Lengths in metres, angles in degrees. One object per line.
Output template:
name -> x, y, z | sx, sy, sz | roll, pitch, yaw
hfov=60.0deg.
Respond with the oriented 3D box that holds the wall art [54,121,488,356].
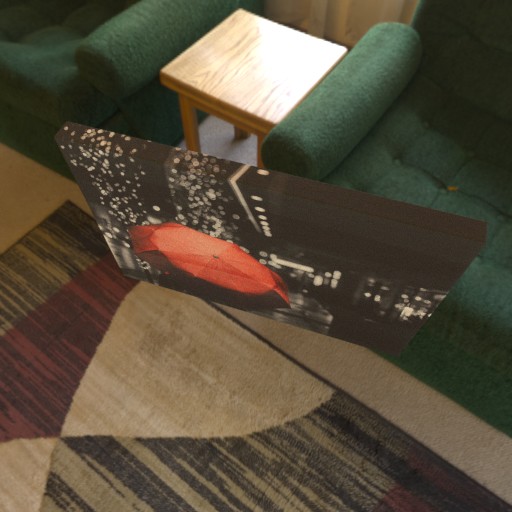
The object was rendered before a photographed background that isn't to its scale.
wall art -> 0.000, 0.000, 0.775 | 0.609, 0.406, 0.037 | 15, 59, 10
